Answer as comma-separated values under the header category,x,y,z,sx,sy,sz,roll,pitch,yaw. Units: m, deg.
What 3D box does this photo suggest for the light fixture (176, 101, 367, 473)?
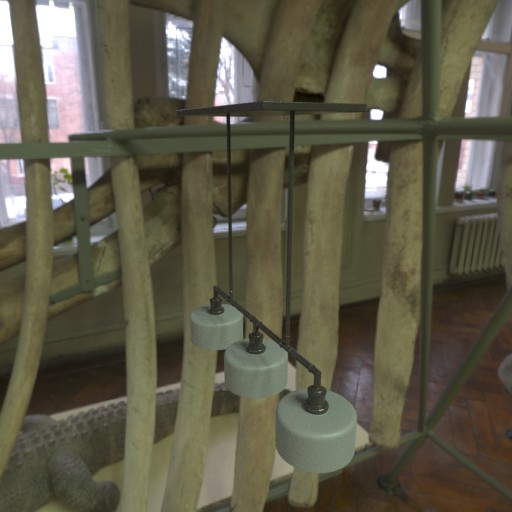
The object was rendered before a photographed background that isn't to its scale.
category,x,y,z,sx,sy,sz,roll,pitch,yaw
light fixture,0.000,0.000,0.876,0.177,0.557,0.582,-8,18,-26
